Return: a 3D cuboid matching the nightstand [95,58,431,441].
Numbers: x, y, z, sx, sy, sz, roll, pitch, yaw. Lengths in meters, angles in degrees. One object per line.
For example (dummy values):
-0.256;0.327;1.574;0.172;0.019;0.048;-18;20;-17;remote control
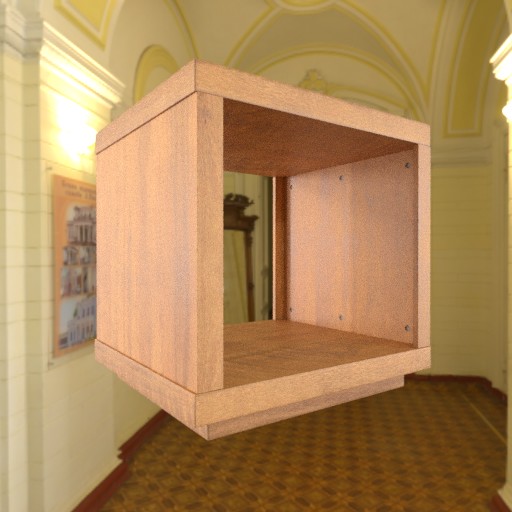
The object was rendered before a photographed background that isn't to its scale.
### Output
0.000;0.000;0.862;0.493;0.491;0.436;0;0;-35;nightstand
